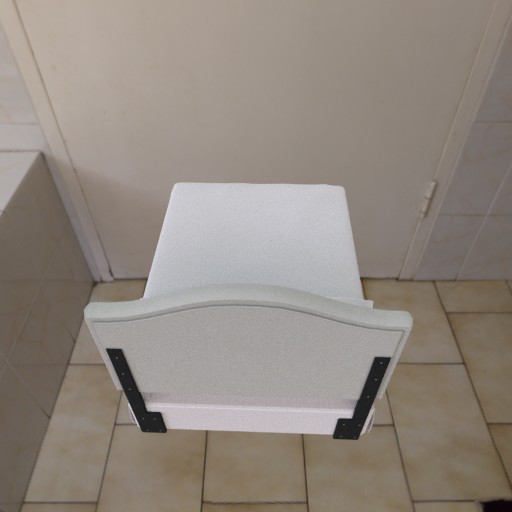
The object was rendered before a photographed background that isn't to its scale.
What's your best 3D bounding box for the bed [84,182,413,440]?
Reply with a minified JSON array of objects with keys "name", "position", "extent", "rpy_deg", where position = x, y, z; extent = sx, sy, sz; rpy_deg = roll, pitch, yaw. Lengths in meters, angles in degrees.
[{"name":"bed","position":[0.000,0.000,3.478],"extent":[1.813,1.607,2.180],"rpy_deg":[1,46,1]}]
